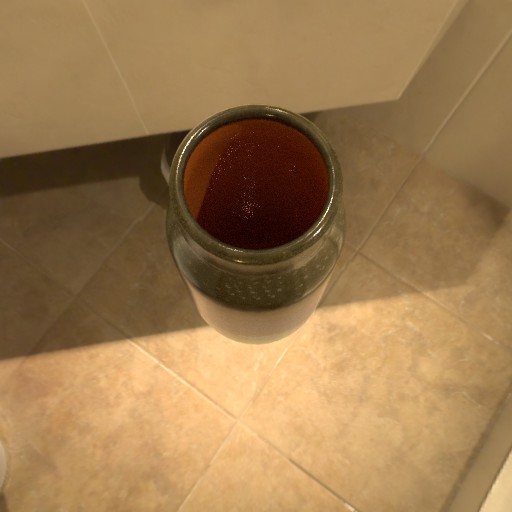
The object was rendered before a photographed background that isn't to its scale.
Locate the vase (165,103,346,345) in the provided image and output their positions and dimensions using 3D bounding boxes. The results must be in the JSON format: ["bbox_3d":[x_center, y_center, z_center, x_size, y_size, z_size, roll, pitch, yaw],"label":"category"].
[{"bbox_3d":[0.000,0.000,0.384,0.139,0.313,0.139,0,75,0],"label":"vase"}]
